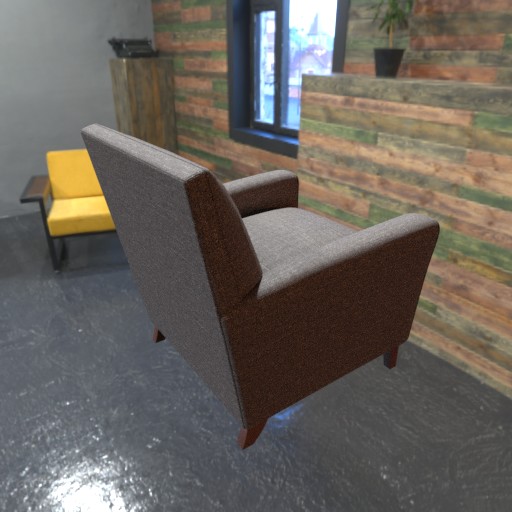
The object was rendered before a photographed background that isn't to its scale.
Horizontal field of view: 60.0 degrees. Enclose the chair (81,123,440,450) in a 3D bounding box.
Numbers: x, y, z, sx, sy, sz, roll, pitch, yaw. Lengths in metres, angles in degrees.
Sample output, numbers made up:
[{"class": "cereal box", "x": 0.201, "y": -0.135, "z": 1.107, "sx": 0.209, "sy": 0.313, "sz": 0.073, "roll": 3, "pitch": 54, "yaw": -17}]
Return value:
[{"class": "chair", "x": 0.000, "y": 0.000, "z": 1.569, "sx": 0.875, "sy": 0.885, "sz": 0.838, "roll": -16, "pitch": 29, "yaw": -31}]
